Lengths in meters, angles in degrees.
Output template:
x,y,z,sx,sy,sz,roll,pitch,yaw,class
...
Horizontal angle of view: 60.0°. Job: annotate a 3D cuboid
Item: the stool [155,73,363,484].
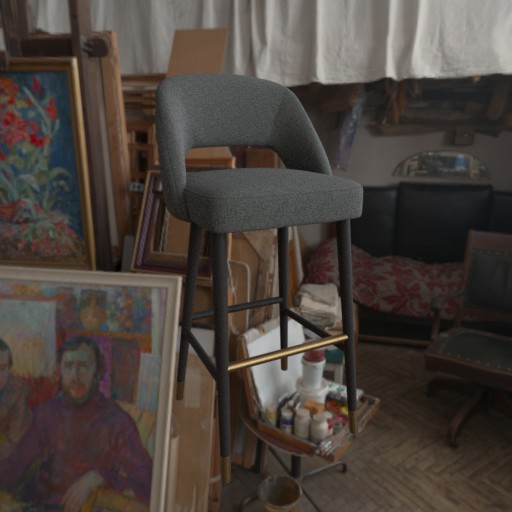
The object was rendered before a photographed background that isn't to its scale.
x,y,z,sx,sy,sz,roll,pitch,yaw,class
0.000,0.000,1.364,0.536,1.089,0.524,-8,18,-26,stool
